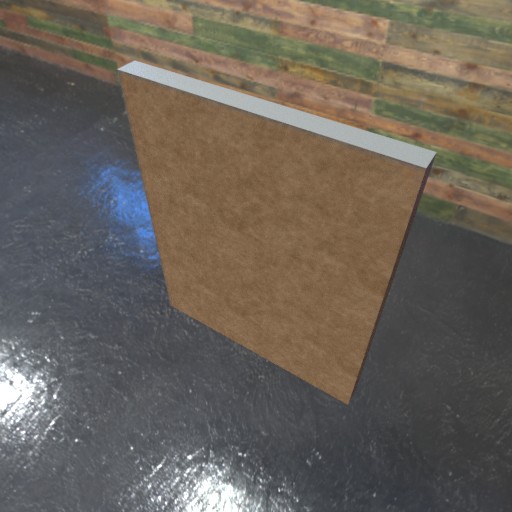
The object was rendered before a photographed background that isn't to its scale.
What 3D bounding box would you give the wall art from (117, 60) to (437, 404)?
[{"bbox_3d":[0.000,0.000,0.765,0.453,0.554,0.037,25,51,22],"label":"wall art"}]
